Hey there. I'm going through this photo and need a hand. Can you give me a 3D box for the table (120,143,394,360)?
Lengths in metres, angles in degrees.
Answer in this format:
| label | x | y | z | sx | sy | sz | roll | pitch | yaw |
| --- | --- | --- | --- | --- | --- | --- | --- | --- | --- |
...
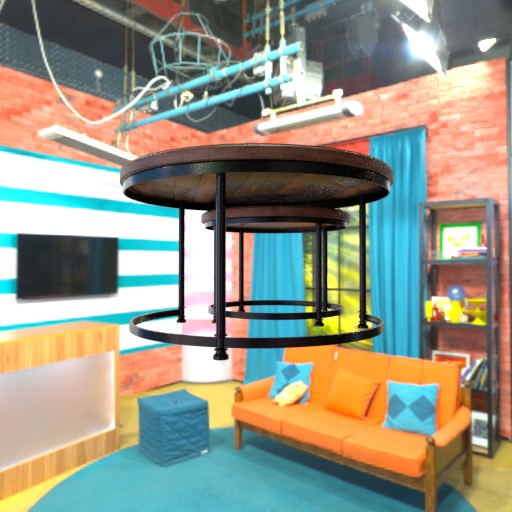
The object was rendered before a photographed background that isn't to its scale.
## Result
| label | x | y | z | sx | sy | sz | roll | pitch | yaw |
| --- | --- | --- | --- | --- | --- | --- | --- | --- | --- |
| table | 0.000 | 0.000 | 1.611 | 0.870 | 0.516 | 1.152 | 0 | -1 | -1 |
